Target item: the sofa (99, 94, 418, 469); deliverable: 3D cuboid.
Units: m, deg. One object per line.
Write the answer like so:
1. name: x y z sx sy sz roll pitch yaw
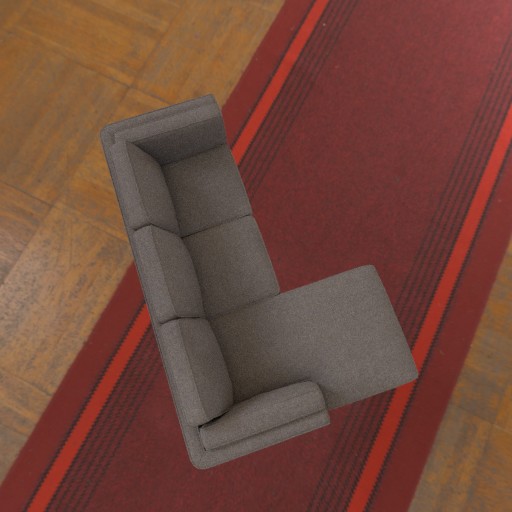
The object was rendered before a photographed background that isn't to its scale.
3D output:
1. sofa: 0.000 0.000 3.214 1.604 0.929 2.411 -18 77 -4
